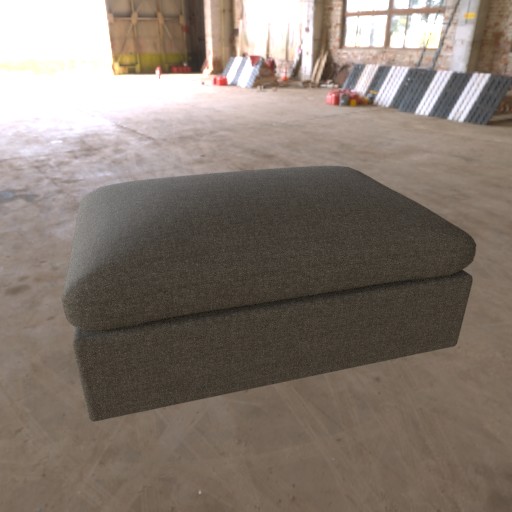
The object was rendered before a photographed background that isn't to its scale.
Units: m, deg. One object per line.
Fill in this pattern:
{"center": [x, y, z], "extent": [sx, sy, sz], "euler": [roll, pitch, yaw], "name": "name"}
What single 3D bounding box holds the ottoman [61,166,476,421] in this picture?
{"center": [0.000, 0.000, 1.388], "extent": [1.041, 0.483, 0.711], "euler": [-7, 27, -15], "name": "ottoman"}
